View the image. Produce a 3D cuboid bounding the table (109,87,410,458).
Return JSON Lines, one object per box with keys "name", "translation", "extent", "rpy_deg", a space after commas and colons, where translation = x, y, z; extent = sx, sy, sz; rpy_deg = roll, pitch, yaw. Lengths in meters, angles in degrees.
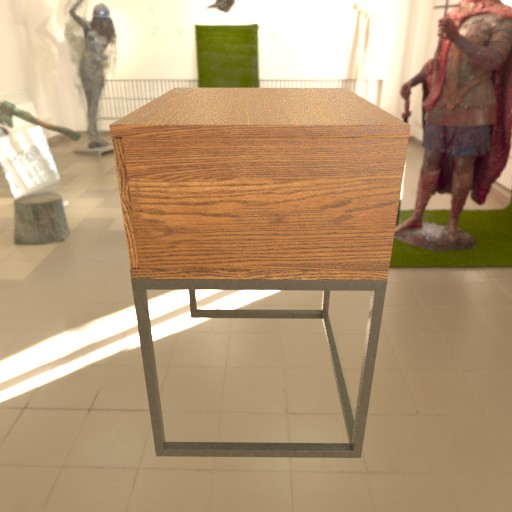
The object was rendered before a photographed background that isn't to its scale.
{"name": "table", "translation": [0.000, 0.000, 0.918], "extent": [0.400, 0.610, 0.482], "rpy_deg": [0, 26, 1]}
